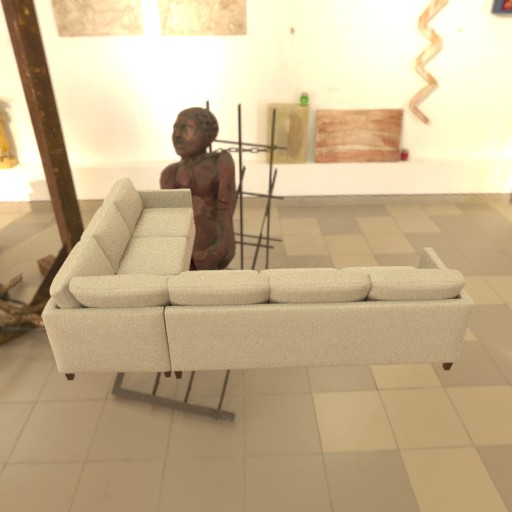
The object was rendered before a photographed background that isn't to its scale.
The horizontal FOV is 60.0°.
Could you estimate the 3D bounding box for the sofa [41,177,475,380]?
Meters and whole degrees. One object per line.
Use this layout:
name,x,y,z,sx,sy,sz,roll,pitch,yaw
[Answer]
sofa,0.000,0.000,4.518,3.333,0.934,2.522,-1,30,-2
